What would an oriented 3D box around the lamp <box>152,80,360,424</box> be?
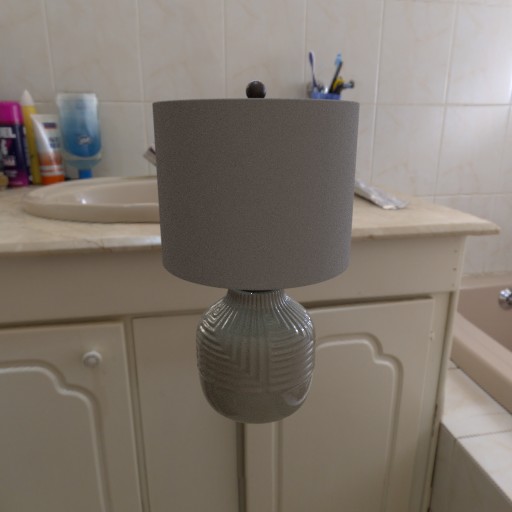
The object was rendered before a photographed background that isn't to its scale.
[{"bbox_3d":[0.000,0.000,0.767,0.318,0.567,0.318,0,17,0],"label":"lamp"}]
